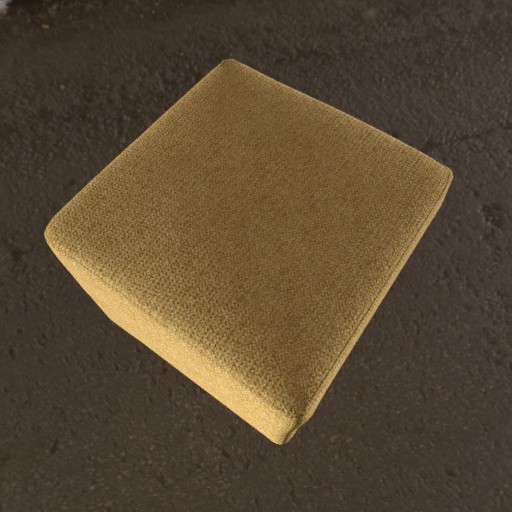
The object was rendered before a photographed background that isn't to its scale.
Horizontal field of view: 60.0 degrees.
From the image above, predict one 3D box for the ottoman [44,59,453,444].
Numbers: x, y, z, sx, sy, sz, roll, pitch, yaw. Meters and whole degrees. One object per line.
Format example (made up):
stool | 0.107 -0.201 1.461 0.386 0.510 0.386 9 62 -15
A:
ottoman | 0.000 0.000 0.898 0.505 0.441 0.512 32 67 15
